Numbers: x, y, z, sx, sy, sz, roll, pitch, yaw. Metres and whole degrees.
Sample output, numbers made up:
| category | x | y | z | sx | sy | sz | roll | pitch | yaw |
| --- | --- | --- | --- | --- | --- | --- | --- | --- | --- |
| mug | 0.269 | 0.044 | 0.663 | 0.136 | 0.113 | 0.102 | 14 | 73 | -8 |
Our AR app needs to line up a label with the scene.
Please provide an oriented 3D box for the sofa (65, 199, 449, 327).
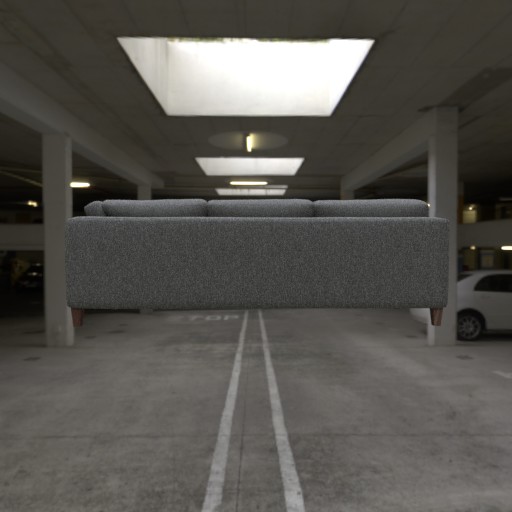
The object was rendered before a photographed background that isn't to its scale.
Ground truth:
| category | x | y | z | sx | sy | sz | roll | pitch | yaw |
| --- | --- | --- | --- | --- | --- | --- | --- | --- | --- |
| sofa | 0.000 | 0.000 | 4.478 | 2.551 | 0.853 | 3.238 | 0 | 1 | -1 |
